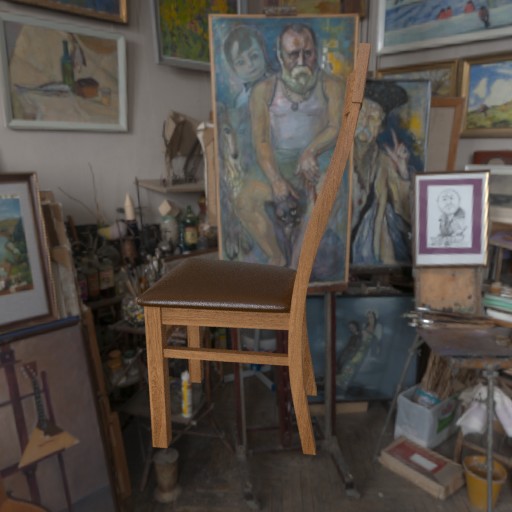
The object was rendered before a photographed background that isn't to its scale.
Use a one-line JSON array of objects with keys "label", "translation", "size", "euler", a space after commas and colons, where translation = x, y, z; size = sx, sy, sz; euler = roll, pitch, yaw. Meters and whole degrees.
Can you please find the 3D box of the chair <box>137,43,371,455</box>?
[{"label": "chair", "translation": [0.000, 0.000, 1.311], "size": [0.580, 1.050, 0.450], "euler": [2, 14, 8]}]
